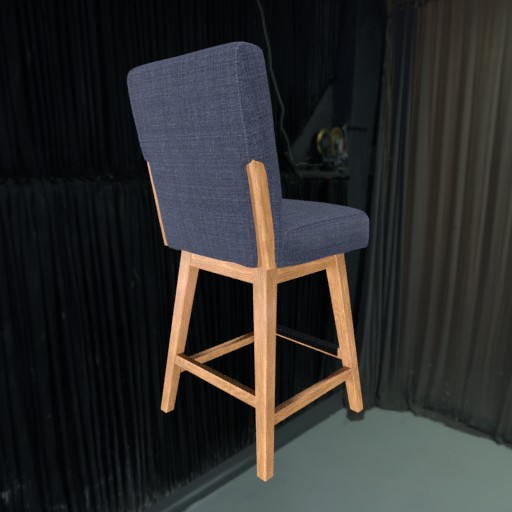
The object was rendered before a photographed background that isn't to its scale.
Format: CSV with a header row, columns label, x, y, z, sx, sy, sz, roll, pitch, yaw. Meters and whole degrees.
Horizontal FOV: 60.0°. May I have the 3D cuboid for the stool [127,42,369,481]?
label,x,y,z,sx,sy,sz,roll,pitch,yaw
stool,0.000,0.000,1.278,0.459,1.010,0.526,12,18,43
